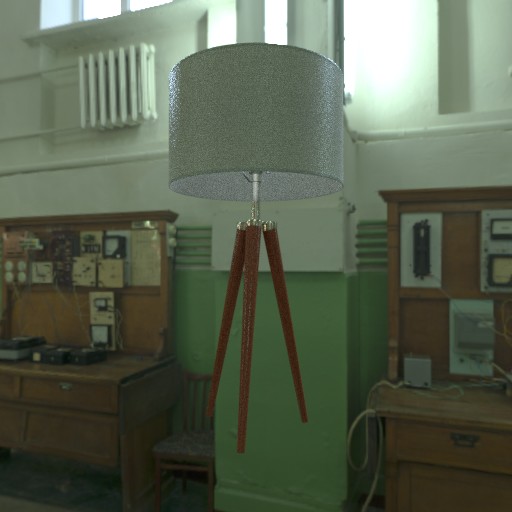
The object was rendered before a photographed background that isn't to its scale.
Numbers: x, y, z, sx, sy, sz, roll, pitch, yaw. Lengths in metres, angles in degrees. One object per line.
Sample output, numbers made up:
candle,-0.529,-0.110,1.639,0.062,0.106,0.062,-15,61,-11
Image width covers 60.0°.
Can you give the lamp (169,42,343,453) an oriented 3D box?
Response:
lamp,0.000,0.000,0.912,0.355,0.709,0.354,0,-1,18
